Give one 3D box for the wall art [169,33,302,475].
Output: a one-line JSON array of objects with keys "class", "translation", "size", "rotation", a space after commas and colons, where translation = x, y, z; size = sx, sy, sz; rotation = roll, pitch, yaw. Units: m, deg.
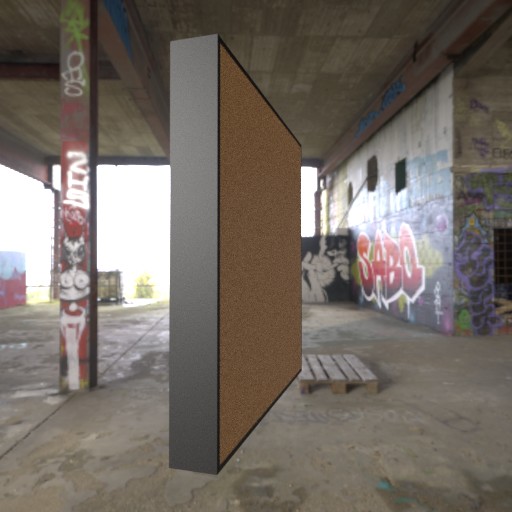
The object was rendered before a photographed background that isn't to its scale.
[{"class": "wall art", "translation": [0.000, 0.000, 0.455], "size": [0.037, 0.303, 0.304], "rotation": [0, -1, 17]}]
